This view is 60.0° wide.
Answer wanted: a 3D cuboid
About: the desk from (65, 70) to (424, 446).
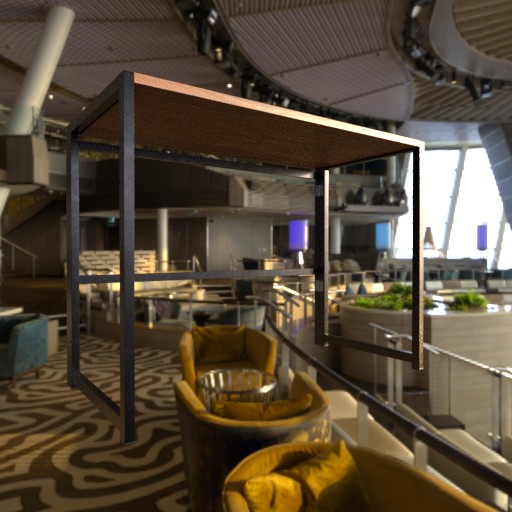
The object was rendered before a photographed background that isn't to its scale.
[{"bbox_3d":[0.000,0.000,1.394,1.016,0.762,0.508,0,1,-35],"label":"desk"}]
